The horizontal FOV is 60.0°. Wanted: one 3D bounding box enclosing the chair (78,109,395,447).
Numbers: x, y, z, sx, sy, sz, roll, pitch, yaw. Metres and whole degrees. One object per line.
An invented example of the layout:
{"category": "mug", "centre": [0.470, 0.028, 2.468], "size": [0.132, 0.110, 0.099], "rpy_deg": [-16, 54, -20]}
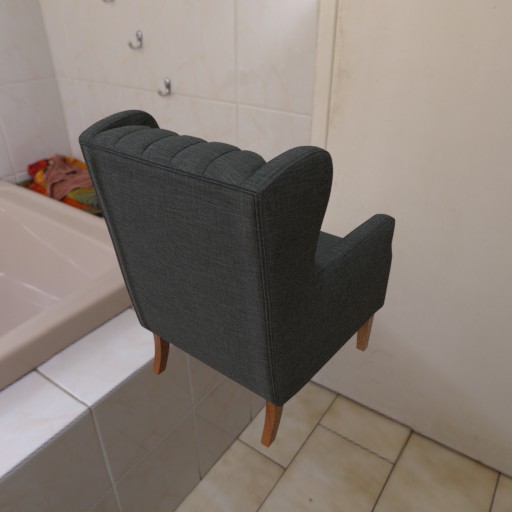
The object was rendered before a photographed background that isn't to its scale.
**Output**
{"category": "chair", "centre": [0.000, 0.000, 1.500], "size": [0.711, 0.953, 0.775], "rpy_deg": [21, 37, 31]}
